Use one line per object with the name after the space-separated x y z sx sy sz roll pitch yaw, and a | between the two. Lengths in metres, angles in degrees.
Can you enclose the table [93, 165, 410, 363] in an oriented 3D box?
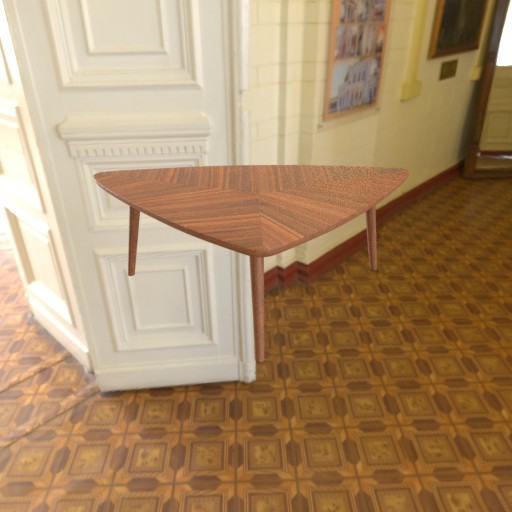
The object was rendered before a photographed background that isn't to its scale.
0.000 0.000 1.310 1.008 0.365 0.601 -1 29 -2 | table
